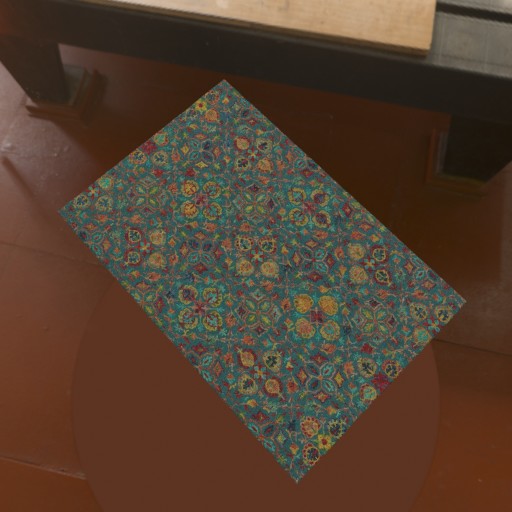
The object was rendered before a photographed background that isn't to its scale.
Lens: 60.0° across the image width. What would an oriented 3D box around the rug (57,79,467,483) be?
[{"bbox_3d":[0.000,0.000,2.901,1.527,0.016,2.290,-42,78,-11],"label":"rug"}]
